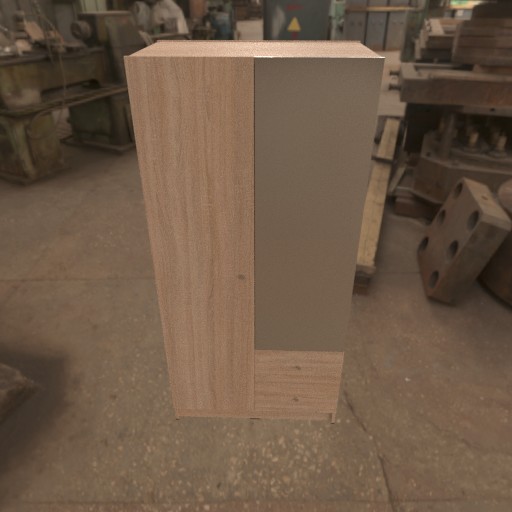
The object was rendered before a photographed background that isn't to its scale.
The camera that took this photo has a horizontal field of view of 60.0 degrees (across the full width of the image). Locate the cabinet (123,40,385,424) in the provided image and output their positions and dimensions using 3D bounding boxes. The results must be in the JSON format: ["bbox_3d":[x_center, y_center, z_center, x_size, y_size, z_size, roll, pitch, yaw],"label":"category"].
[{"bbox_3d":[0.000,0.000,2.479,1.001,2.121,0.590,1,31,2],"label":"cabinet"}]
